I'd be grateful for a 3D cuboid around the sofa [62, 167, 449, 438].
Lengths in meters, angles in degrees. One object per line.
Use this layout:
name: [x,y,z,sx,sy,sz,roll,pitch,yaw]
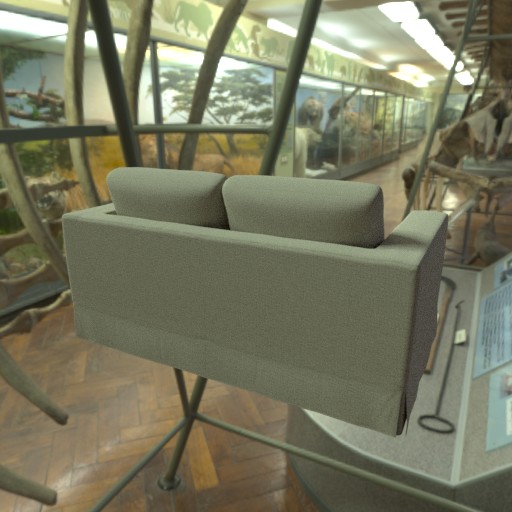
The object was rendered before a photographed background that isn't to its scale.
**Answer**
sofa: [0.000,0.000,2.379,1.813,0.932,1.009,9,19,27]
